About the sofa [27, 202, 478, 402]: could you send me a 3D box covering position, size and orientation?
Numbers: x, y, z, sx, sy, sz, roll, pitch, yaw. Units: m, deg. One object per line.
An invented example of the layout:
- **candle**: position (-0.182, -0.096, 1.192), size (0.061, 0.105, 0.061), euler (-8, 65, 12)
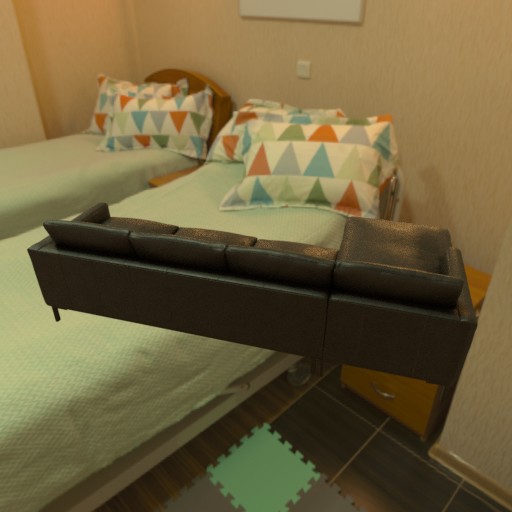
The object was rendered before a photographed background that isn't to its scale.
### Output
- **sofa**: position (0.000, 0.000, 3.507), size (2.993, 0.859, 1.471), euler (8, 32, 14)
